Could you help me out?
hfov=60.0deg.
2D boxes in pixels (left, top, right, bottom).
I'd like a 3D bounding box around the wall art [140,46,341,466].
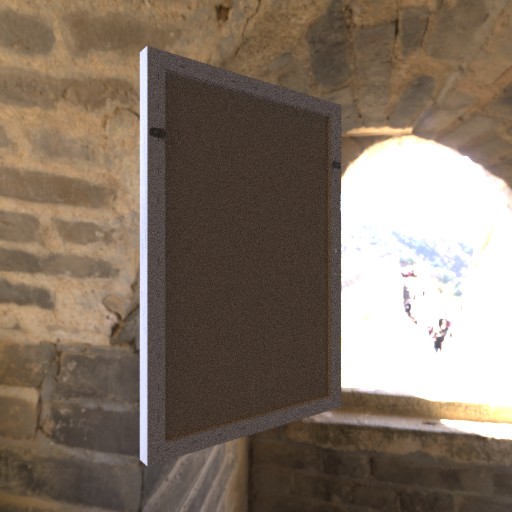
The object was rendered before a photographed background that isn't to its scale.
[{"bbox_3d":[0.000,0.000,1.167,0.624,0.914,0.043,0,0,-37],"label":"wall art"}]
